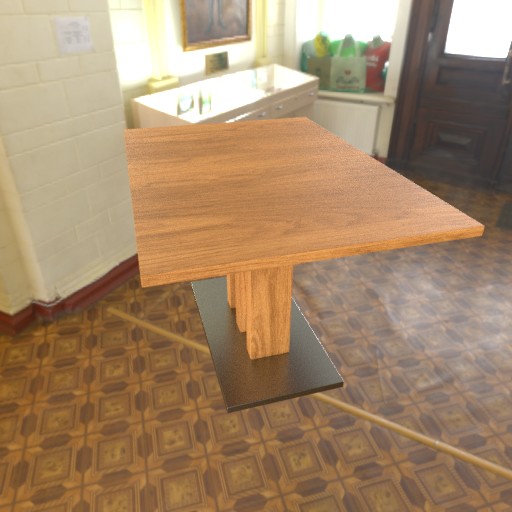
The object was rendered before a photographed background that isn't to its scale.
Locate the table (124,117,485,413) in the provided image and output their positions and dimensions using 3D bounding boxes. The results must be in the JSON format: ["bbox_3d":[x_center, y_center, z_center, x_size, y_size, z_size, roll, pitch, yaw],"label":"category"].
[{"bbox_3d":[0.000,0.000,1.810,0.900,0.770,1.300,-8,31,-14],"label":"table"}]
